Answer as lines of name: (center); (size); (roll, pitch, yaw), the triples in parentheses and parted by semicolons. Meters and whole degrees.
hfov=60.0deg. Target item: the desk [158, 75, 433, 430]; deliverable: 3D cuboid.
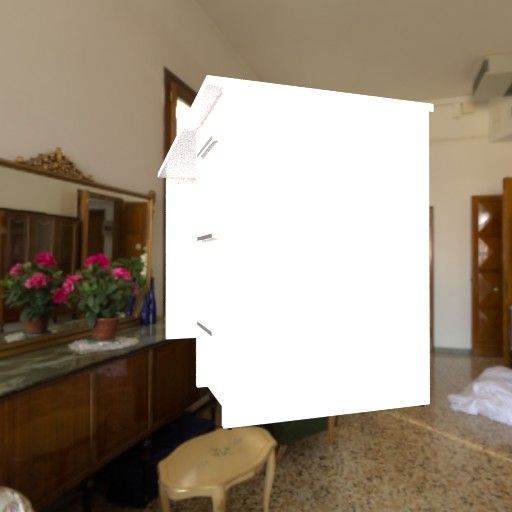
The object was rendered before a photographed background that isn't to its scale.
desk: (0.000, 0.000, 1.517); (0.560, 0.735, 1.097); (0, 0, -18)
